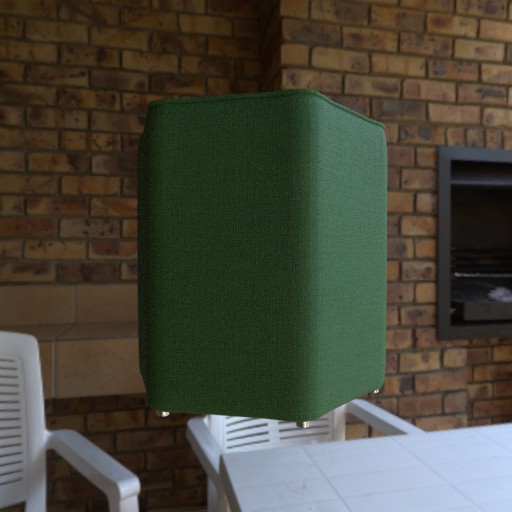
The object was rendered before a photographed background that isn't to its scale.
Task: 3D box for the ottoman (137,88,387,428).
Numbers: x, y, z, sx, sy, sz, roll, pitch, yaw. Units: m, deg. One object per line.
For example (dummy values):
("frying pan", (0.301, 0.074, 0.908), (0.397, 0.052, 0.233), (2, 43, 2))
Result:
("ottoman", (0.000, 0.000, 0.876), (0.444, 0.507, 0.499), (0, 0, -18))
